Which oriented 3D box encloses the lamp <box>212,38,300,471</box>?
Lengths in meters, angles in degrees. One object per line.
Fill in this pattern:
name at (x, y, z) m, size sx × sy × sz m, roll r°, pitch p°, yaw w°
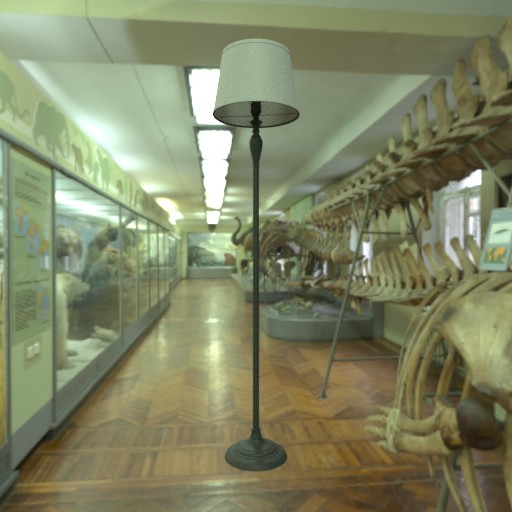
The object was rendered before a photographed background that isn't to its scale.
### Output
lamp at (0.000, 0.000, 1.665) m, size 0.327 × 1.506 × 0.327 m, roll 0°, pitch 0°, yaw -36°
